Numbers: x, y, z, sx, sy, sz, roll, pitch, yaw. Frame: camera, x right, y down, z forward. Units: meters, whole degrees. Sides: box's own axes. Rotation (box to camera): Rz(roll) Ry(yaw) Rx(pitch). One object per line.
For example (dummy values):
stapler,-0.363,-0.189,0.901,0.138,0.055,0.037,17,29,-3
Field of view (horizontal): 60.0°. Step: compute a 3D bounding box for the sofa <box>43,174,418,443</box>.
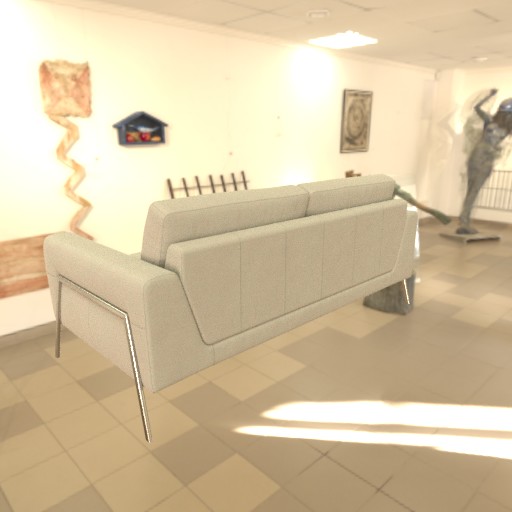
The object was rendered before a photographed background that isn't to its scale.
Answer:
sofa,0.000,0.000,2.541,2.017,0.875,0.953,-15,21,-42
